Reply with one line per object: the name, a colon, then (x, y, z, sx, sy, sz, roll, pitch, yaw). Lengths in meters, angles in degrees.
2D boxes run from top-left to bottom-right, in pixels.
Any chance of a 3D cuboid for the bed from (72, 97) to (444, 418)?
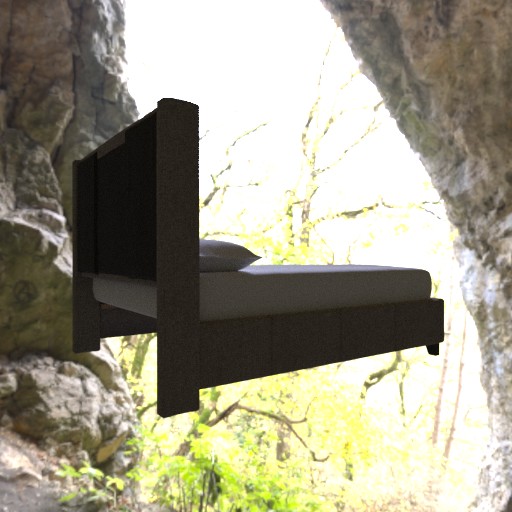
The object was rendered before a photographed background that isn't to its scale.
bed: (0.000, 0.000, 3.342, 2.245, 1.476, 1.714, 0, 0, -35)
